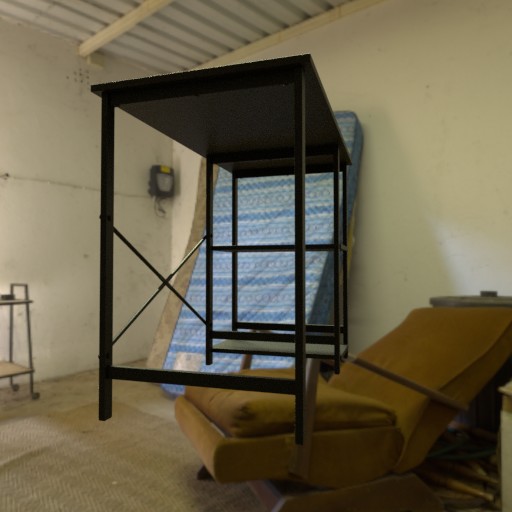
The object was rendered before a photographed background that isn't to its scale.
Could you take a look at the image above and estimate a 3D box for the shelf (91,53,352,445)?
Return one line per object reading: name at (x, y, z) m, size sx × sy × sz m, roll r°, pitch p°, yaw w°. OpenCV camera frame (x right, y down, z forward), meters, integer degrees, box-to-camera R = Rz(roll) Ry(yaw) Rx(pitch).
shelf at (0.000, 0.000, 1.341) m, size 0.498 × 0.749 × 0.902 m, roll 0°, pitch -2°, yaw 17°
